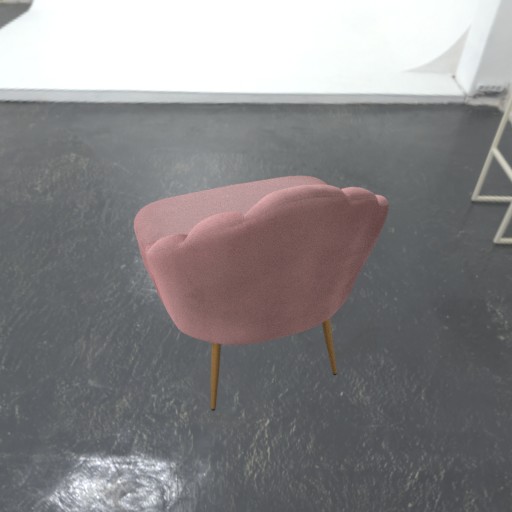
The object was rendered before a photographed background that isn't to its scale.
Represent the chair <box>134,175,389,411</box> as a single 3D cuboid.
[{"bbox_3d":[0.000,0.000,1.318,0.657,0.819,0.599,-12,43,-13],"label":"chair"}]
